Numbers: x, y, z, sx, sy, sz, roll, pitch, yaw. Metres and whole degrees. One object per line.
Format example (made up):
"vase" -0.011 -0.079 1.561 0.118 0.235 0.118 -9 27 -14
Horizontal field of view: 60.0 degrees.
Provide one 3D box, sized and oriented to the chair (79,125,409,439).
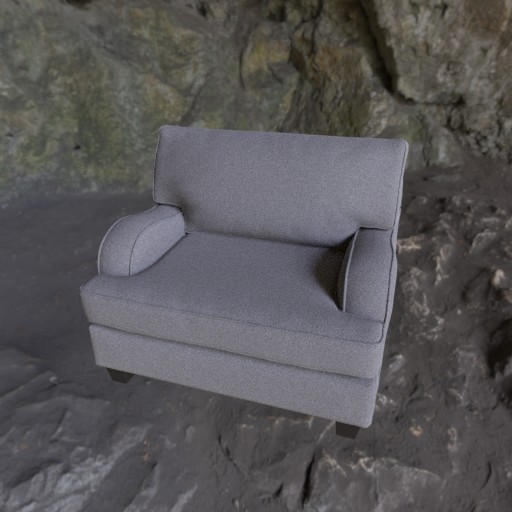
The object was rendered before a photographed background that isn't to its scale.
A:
"chair" 0.000 0.000 2.022 1.220 1.016 1.040 8 27 16
